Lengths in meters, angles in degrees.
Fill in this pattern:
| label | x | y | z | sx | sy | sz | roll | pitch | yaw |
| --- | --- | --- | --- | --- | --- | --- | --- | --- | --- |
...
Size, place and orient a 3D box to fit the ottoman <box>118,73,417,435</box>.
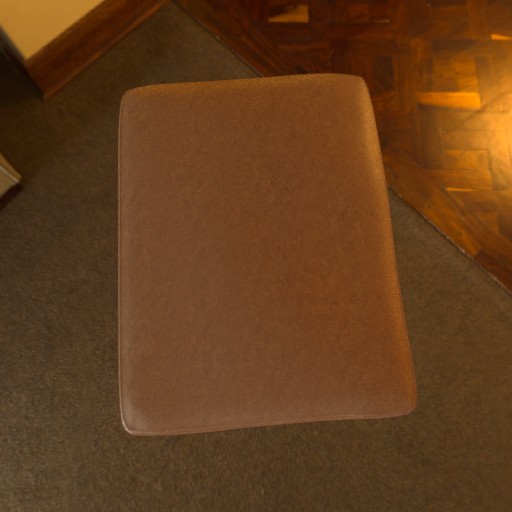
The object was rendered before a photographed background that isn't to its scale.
| label | x | y | z | sx | sy | sz | roll | pitch | yaw |
| --- | --- | --- | --- | --- | --- | --- | --- | --- | --- |
| ottoman | 0.000 | 0.000 | 1.221 | 0.650 | 0.485 | 0.851 | -4 | 76 | -1 |
